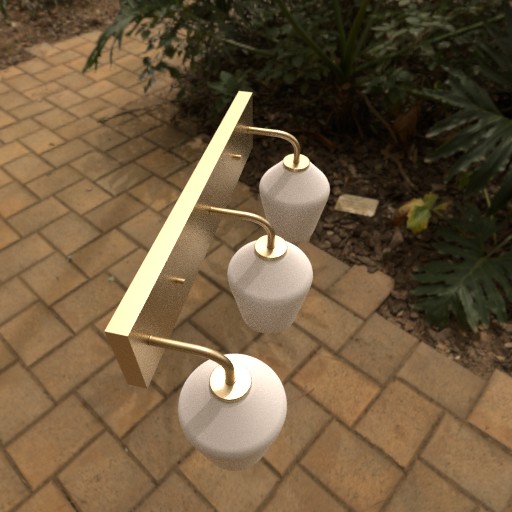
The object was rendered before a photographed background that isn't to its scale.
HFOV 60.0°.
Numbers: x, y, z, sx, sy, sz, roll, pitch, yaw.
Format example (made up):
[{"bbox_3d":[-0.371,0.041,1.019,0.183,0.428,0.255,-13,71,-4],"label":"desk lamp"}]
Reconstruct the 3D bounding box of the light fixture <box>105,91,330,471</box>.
[{"bbox_3d":[0.000,0.000,0.715,0.190,0.280,0.609,10,47,9],"label":"light fixture"}]
